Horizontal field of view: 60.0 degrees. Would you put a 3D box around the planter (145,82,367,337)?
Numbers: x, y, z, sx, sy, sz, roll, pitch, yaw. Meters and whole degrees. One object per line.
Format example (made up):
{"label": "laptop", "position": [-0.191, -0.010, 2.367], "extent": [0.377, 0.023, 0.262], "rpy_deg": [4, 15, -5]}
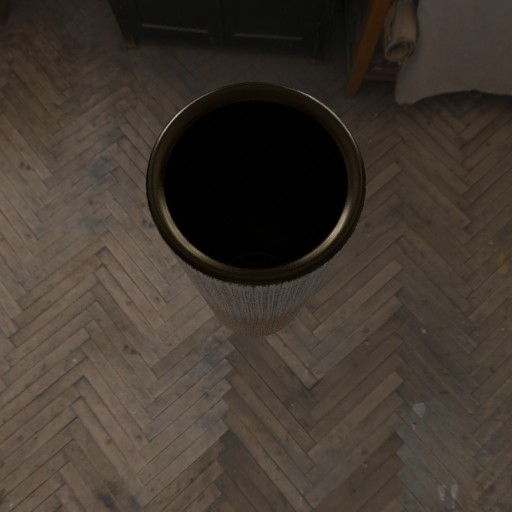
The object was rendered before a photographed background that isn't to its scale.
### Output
{"label": "planter", "position": [0.000, 0.000, 0.330], "extent": [0.099, 0.278, 0.099], "rpy_deg": [-34, 78, -8]}
